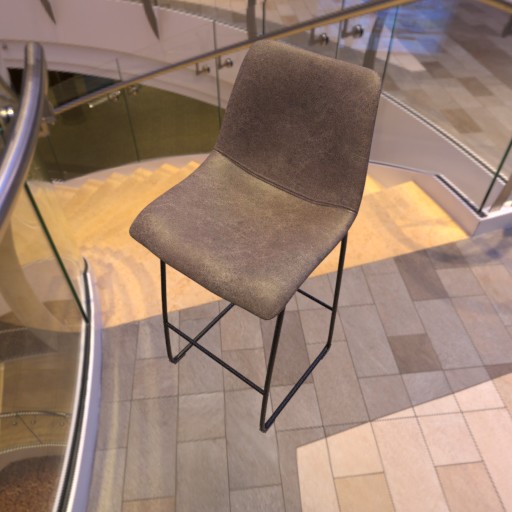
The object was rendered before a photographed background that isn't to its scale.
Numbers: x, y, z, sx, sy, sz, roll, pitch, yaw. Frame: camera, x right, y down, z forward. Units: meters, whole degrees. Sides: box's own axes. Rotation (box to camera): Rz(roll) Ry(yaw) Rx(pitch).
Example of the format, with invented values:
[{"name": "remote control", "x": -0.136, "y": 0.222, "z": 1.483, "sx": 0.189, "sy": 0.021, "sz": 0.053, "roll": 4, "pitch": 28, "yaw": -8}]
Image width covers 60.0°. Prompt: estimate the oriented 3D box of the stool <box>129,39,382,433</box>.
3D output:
[{"name": "stool", "x": 0.000, "y": 0.000, "z": 1.386, "sx": 0.514, "sy": 1.082, "sz": 0.561, "roll": 29, "pitch": 52, "yaw": 25}]
